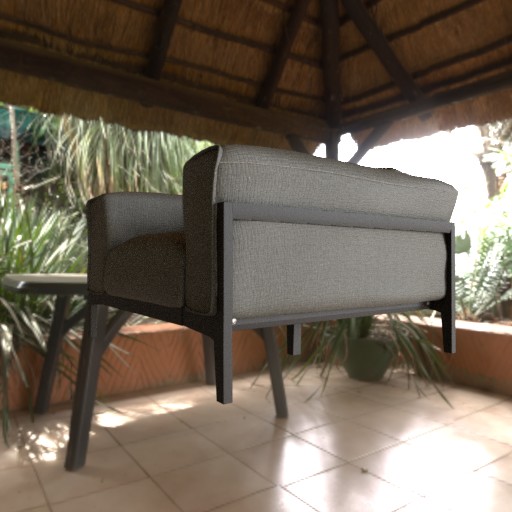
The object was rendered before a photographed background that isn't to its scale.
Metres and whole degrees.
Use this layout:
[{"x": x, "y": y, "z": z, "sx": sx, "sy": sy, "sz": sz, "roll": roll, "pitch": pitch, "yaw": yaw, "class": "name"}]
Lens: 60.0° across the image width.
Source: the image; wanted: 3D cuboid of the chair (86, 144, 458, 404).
[{"x": 0.000, "y": 0.000, "z": 1.632, "sx": 0.969, "sy": 0.646, "sz": 1.056, "roll": 0, "pitch": -1, "yaw": -36, "class": "chair"}]
